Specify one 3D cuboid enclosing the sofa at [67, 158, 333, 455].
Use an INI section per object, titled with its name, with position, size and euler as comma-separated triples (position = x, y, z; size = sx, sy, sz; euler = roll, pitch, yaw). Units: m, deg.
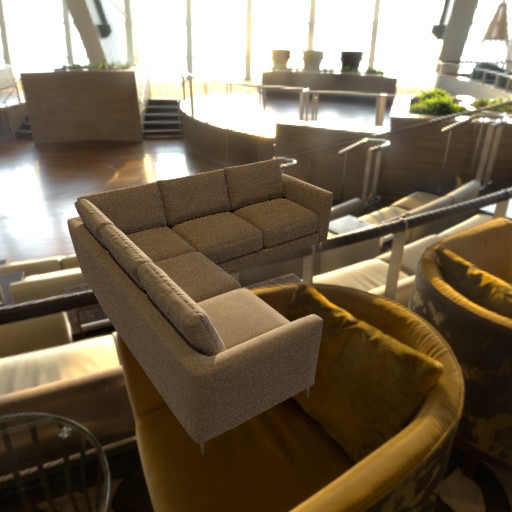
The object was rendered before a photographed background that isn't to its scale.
[sofa]
position = 0.000, 0.000, 3.722
size = 2.438, 0.864, 2.438
euler = -18, 32, -31
